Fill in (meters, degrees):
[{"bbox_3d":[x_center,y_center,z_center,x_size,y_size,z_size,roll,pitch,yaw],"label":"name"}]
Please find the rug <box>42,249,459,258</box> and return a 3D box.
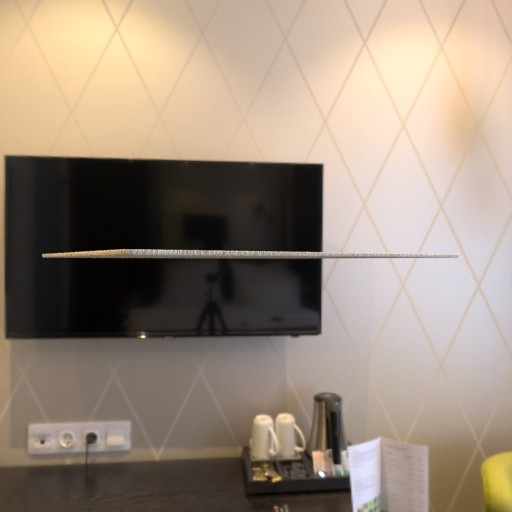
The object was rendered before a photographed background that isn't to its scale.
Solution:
[{"bbox_3d":[0.000,0.000,3.410,2.698,0.025,1.798,0,-1,-36],"label":"rug"}]
